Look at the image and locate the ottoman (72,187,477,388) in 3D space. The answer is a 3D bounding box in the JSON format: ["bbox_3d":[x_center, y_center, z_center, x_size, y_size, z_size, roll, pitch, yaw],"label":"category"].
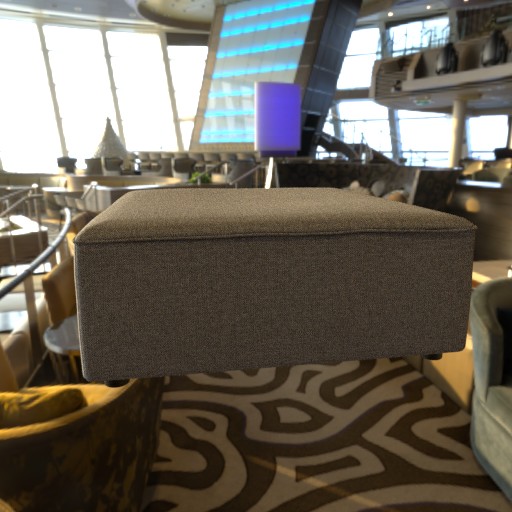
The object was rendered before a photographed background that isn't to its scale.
[{"bbox_3d":[0.000,0.000,1.564,1.017,0.423,1.023,-2,13,-9],"label":"ottoman"}]
